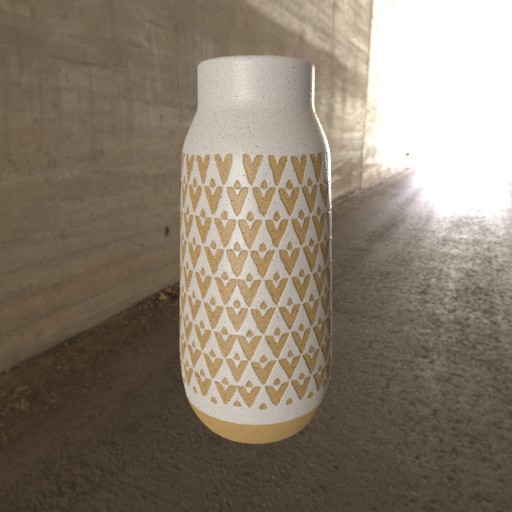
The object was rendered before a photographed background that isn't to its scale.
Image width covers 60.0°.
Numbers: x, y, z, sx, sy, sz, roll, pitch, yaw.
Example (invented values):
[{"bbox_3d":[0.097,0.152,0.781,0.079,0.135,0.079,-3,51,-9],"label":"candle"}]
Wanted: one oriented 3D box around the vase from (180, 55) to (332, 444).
[{"bbox_3d":[0.000,0.000,0.384,0.137,0.307,0.137,0,15,0],"label":"vase"}]
